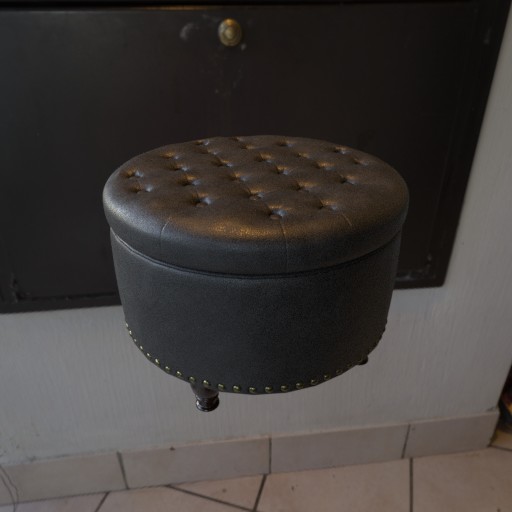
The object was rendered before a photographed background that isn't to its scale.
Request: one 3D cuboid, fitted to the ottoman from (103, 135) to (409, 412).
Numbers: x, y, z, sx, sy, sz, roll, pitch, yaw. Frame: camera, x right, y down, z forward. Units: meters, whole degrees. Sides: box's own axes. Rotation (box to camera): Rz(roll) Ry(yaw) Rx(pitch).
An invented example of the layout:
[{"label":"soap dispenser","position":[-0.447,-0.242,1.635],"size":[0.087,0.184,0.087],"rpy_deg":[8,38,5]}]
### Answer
[{"label":"ottoman","position":[0.000,0.000,1.048],"size":[0.637,0.442,0.637],"rpy_deg":[0,29,0]}]
